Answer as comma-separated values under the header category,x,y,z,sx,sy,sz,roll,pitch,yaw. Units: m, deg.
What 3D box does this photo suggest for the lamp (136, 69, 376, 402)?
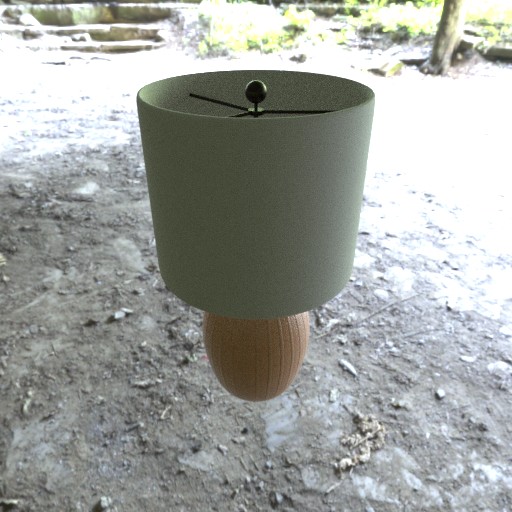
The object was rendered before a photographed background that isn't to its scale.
category,x,y,z,sx,sy,sz,roll,pitch,yaw
lamp,0.000,0.000,0.763,0.329,0.570,0.329,0,32,0
